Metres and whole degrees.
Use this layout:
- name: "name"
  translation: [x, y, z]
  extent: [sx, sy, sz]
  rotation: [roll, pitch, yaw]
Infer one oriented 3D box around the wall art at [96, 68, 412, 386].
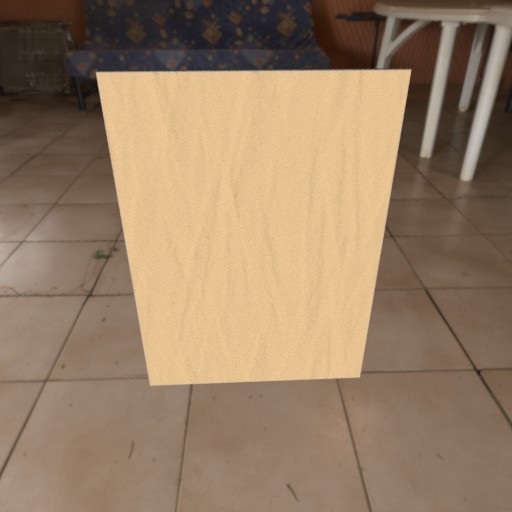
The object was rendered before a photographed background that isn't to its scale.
- name: "wall art"
  translation: [0.000, 0.000, 1.428]
  extent: [0.810, 1.116, 0.016]
  rotation: [-2, 31, -3]
